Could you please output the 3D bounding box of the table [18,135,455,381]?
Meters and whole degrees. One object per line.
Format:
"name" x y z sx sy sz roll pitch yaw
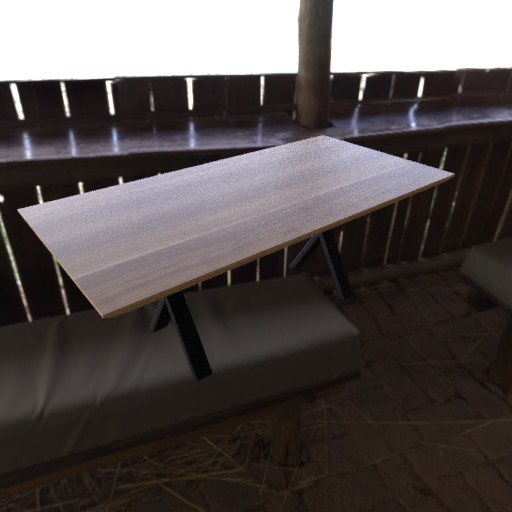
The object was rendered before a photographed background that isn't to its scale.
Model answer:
"table" 0.000 0.000 2.427 2.000 0.770 1.000 -22 37 -32
